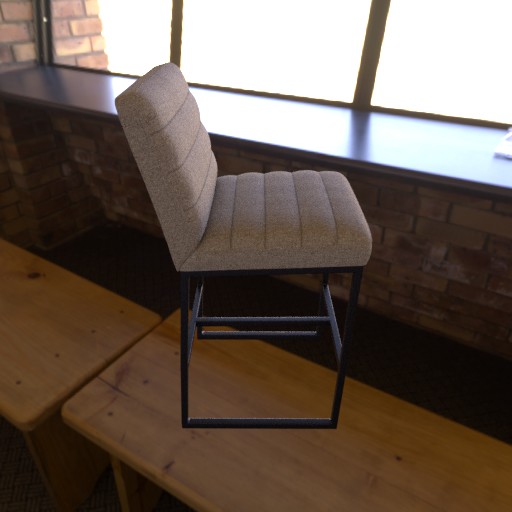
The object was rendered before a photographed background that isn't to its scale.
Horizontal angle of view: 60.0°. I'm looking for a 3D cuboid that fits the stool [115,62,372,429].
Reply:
[{"bbox_3d":[0.000,0.000,1.336,0.571,1.034,0.459,0,32,0],"label":"stool"}]
